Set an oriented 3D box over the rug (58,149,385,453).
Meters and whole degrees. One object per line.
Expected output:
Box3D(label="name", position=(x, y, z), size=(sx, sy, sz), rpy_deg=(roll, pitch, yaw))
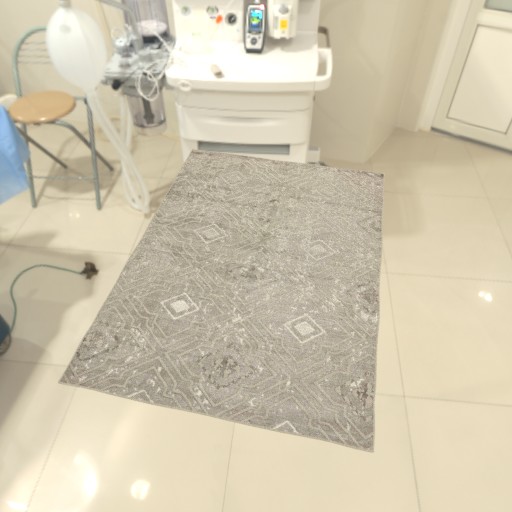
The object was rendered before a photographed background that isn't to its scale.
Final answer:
Box3D(label="rug", position=(0.000, 0.000, 4.409), size=(2.448, 0.020, 3.359), rpy_deg=(9, 47, 9))
